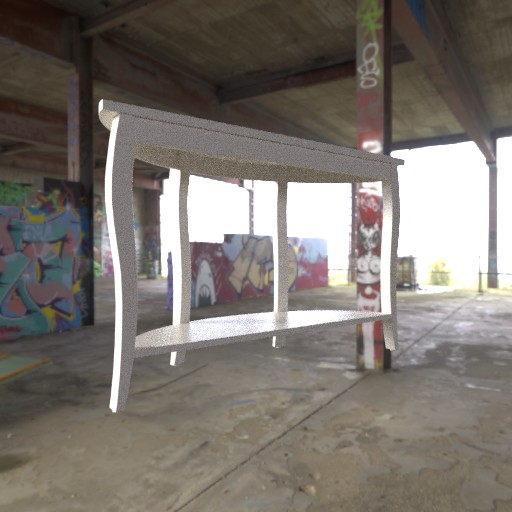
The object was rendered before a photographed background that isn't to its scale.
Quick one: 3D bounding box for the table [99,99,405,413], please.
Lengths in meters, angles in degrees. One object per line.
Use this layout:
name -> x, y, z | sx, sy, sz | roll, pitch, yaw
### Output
table -> 0.000, 0.000, 1.603 | 1.219, 0.780, 0.394 | -1, 1, -37
